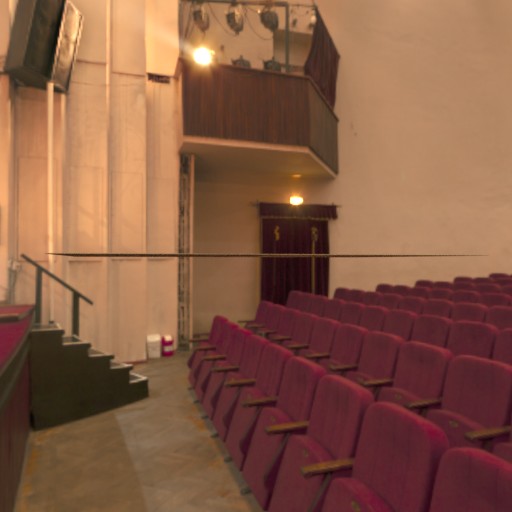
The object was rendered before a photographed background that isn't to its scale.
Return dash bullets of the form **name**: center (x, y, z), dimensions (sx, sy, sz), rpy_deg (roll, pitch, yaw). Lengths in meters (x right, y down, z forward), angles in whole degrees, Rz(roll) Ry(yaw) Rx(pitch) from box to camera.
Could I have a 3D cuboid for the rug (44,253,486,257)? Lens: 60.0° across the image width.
- **rug**: center (0.000, 0.000, 2.930), dimensions (2.363, 0.004, 1.566), rpy_deg (0, -1, -17)
